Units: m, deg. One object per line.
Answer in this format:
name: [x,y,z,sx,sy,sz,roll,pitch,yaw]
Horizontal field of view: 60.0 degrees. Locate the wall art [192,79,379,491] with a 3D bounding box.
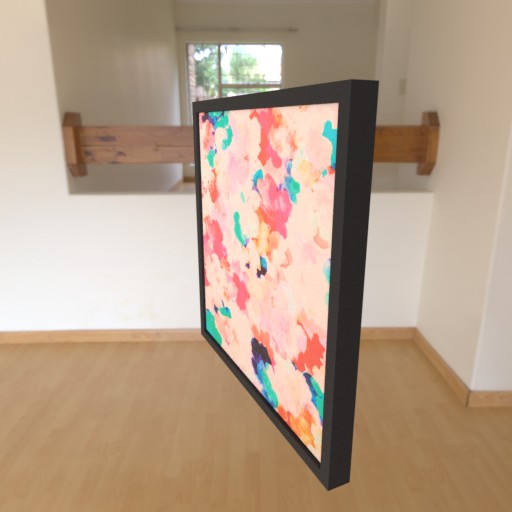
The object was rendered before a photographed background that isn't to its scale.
wall art: [0.000,0.000,0.735,0.036,0.503,0.506,-8,18,-25]
